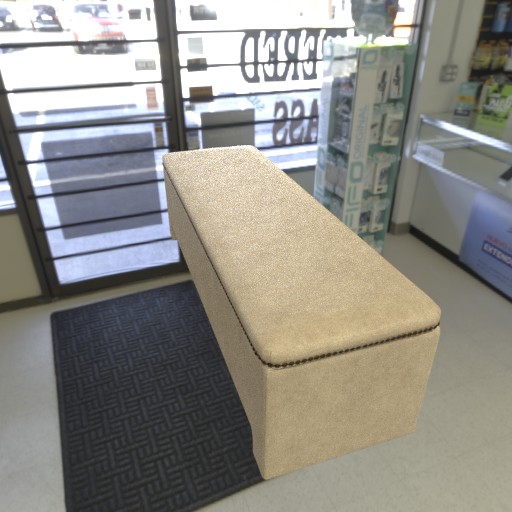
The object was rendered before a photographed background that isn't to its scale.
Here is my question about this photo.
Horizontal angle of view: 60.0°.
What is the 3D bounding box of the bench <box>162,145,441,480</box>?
[{"bbox_3d":[0.000,0.000,1.685,0.470,0.447,1.482,-10,32,-16],"label":"bench"}]
